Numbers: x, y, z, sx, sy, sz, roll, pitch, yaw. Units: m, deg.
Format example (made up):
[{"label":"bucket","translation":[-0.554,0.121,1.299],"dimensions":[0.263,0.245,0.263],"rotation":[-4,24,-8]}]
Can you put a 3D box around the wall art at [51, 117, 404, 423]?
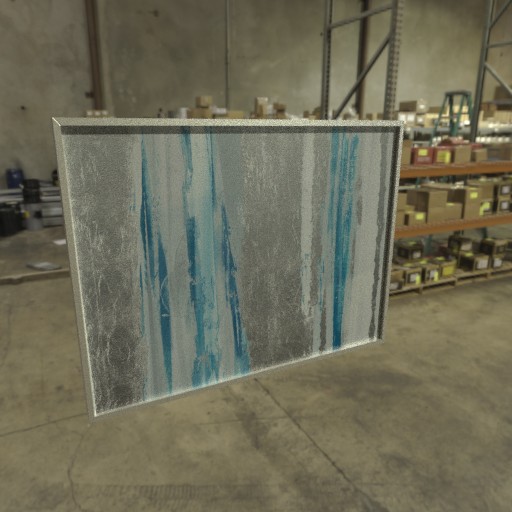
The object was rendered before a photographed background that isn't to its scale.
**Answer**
[{"label":"wall art","translation":[0.000,0.000,1.362],"dimensions":[1.056,0.801,0.066],"rotation":[-8,18,-26]}]
